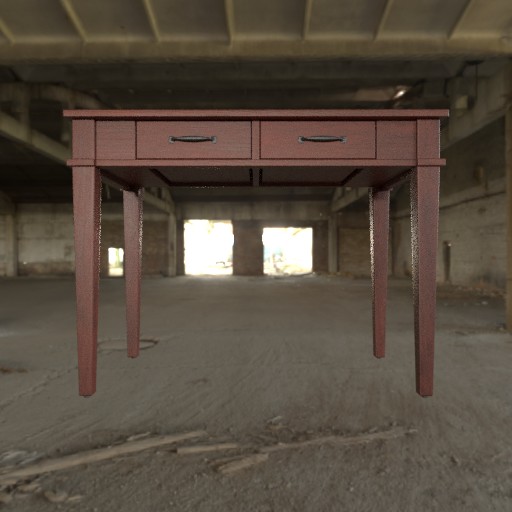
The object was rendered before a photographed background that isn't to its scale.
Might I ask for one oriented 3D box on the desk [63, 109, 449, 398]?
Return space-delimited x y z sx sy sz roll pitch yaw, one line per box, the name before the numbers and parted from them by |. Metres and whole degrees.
desk | 0.000 0.000 1.424 1.001 0.762 0.549 0 0 0
